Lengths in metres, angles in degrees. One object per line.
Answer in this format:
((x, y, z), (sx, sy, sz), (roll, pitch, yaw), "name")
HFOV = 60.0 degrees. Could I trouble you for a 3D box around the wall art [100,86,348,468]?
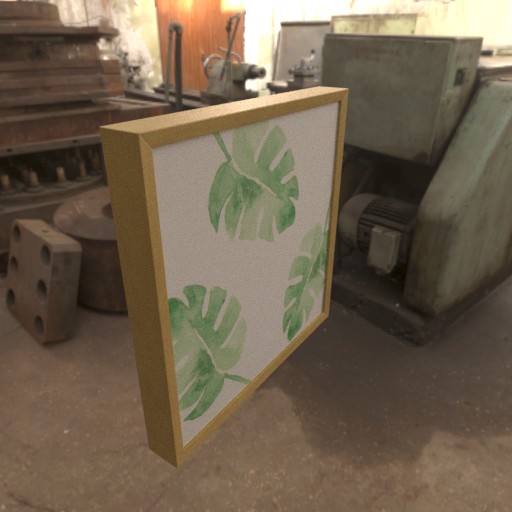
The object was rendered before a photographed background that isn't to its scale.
((0.000, 0.000, 0.462), (0.038, 0.305, 0.305), (18, 32, 31), "wall art")
